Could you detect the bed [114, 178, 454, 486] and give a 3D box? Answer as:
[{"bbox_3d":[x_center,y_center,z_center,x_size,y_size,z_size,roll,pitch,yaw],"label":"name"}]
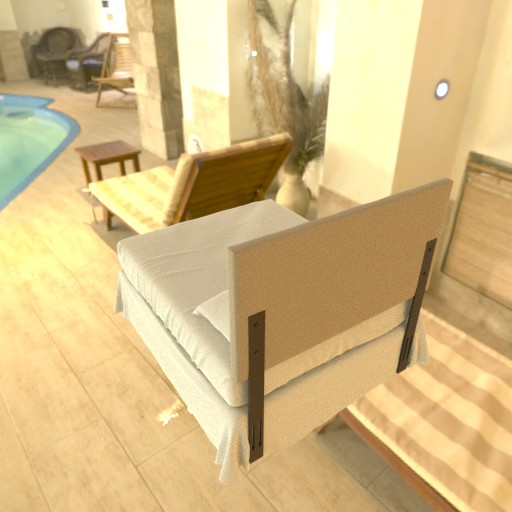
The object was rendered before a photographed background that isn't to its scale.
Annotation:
[{"bbox_3d":[0.000,0.000,3.506,1.936,1.577,2.222,-19,36,-29],"label":"bed"}]
